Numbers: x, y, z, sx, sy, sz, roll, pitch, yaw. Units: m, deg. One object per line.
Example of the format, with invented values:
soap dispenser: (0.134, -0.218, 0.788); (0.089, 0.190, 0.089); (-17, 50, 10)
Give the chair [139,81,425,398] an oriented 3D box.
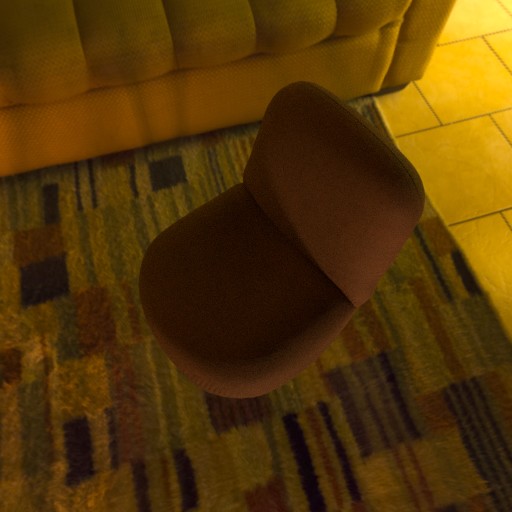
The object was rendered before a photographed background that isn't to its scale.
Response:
chair: (0.000, 0.000, 1.055); (0.597, 0.594, 0.521); (-34, 68, -16)
